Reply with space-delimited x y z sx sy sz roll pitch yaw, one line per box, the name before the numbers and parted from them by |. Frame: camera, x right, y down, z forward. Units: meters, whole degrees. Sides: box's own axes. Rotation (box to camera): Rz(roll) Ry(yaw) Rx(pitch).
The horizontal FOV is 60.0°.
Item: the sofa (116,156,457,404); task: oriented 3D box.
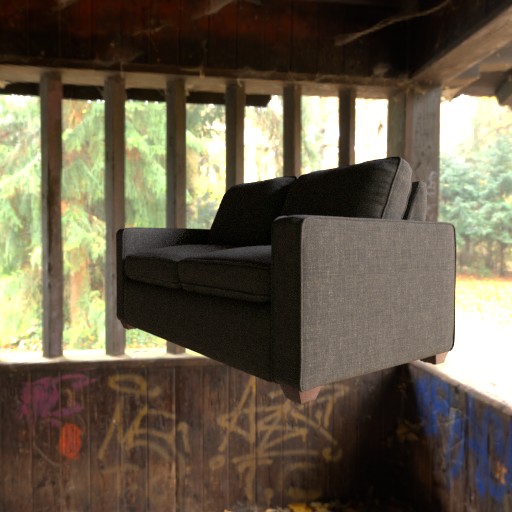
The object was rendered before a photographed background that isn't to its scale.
sofa | 0.000 0.000 2.327 0.947 0.918 1.709 -1 2 -37
